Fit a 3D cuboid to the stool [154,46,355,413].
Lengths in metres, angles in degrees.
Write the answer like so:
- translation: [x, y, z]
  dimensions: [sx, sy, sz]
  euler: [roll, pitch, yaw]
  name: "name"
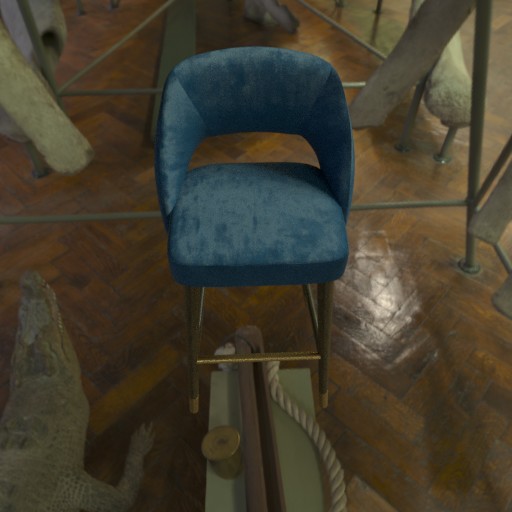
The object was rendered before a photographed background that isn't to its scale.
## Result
- translation: [0.000, 0.000, 1.313]
  dimensions: [0.514, 1.016, 0.515]
  euler: [-2, 48, -2]
  name: "stool"
